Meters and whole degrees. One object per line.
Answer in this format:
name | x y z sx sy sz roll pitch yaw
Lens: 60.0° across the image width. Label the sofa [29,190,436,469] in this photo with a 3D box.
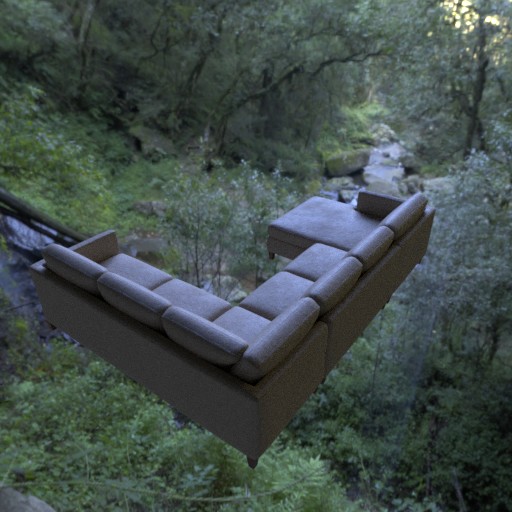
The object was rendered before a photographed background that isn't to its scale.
sofa | 0.000 0.000 4.537 2.551 0.889 3.403 21 37 31
